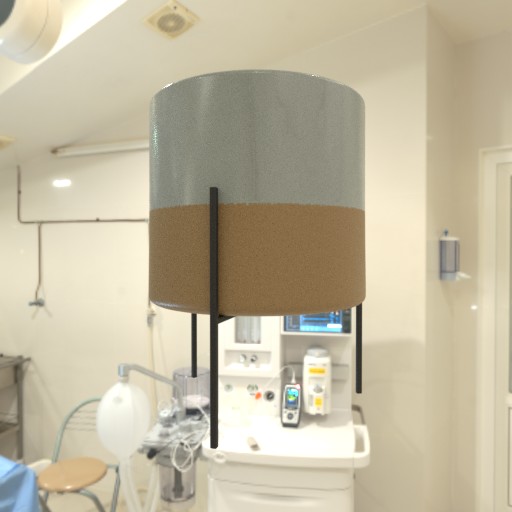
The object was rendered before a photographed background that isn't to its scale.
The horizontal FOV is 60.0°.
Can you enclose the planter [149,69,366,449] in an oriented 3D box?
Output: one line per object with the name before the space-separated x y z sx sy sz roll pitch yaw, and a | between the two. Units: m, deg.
planter | 0.000 0.000 0.725 0.348 0.480 0.360 0 1 17
